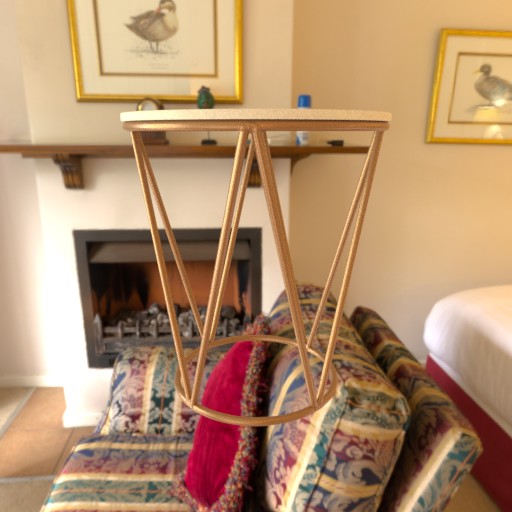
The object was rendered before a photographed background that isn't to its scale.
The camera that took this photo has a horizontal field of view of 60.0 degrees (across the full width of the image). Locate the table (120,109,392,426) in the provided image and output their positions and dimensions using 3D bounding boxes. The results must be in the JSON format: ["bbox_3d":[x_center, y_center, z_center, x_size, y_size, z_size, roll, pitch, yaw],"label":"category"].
[{"bbox_3d":[0.000,0.000,0.928,0.500,0.564,0.500,0,16,0],"label":"table"}]
